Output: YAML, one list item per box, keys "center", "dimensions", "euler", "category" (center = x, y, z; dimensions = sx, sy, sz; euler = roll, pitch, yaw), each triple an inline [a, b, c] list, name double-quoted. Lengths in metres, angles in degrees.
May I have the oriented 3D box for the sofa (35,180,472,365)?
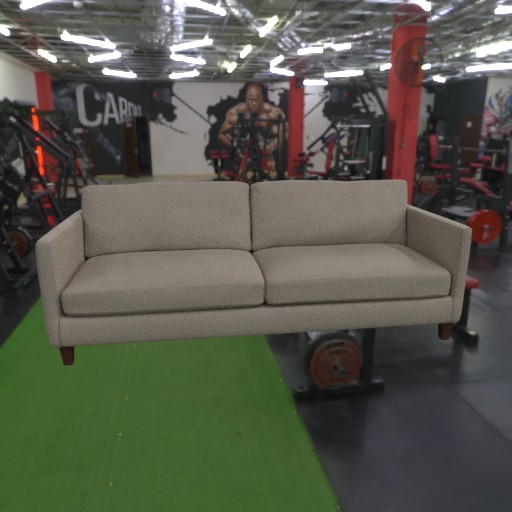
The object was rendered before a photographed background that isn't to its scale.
- center: [0.000, 0.000, 2.881]
  dimensions: [2.404, 0.912, 0.988]
  euler: [-2, 16, -8]
  category: "sofa"
